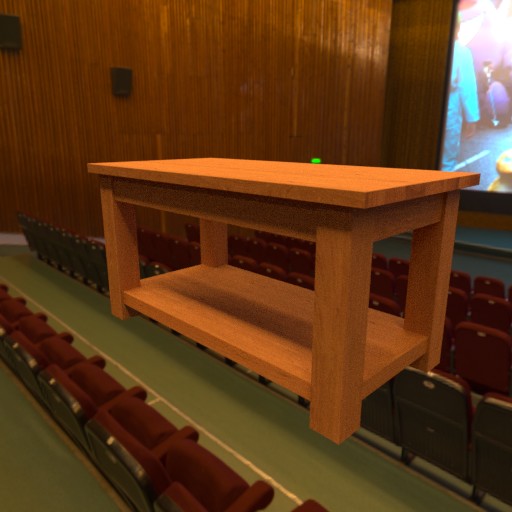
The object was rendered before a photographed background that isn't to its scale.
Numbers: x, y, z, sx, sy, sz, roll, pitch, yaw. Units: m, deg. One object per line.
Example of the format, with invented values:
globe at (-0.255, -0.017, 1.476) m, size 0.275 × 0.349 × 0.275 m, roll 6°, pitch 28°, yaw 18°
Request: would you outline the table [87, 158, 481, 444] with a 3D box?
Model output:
table at (0.000, 0.000, 1.154) m, size 0.450 × 0.452 × 0.899 m, roll -15°, pitch 21°, yaw -43°
